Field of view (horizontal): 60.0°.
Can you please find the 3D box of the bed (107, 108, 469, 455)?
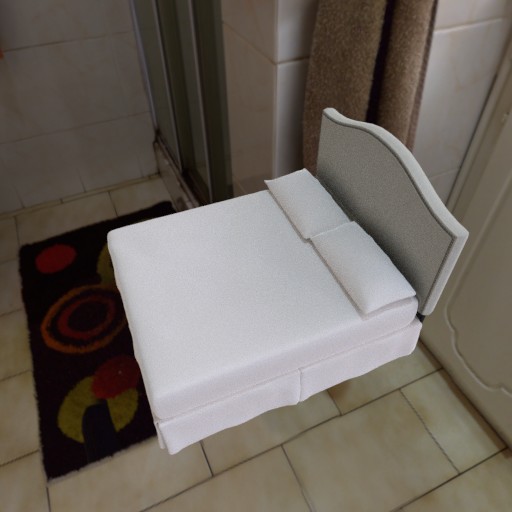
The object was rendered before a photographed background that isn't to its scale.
[{"bbox_3d":[0.000,0.000,3.437,2.180,1.607,1.813,-17,48,-15],"label":"bed"}]
